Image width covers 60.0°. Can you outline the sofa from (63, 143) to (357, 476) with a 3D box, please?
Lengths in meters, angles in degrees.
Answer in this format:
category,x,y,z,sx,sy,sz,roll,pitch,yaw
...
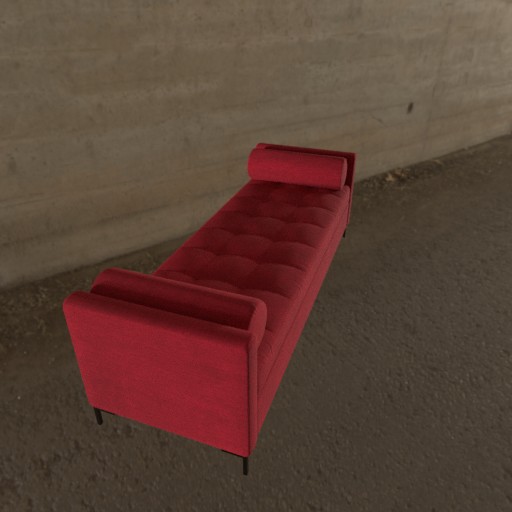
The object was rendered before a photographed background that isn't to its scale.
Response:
category,x,y,z,sx,sy,sz,roll,pitch,yaw
sofa,0.000,0.000,2.341,0.686,0.635,1.981,11,32,17
